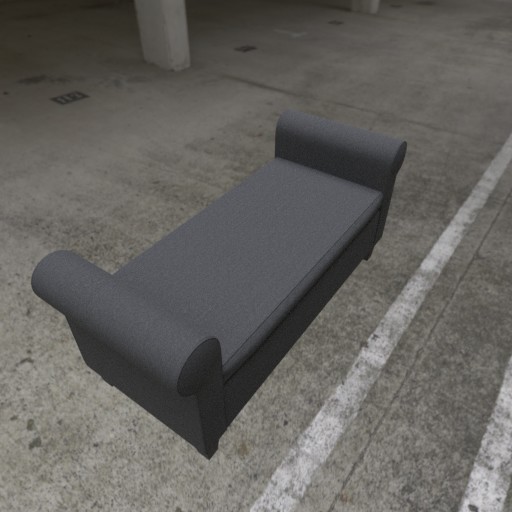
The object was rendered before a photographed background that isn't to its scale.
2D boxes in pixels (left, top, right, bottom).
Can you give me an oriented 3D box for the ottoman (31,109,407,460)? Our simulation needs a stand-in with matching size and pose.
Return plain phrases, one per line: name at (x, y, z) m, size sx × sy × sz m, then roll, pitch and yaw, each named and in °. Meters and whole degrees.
ottoman at (0.000, 0.000, 1.535) m, size 0.521 × 0.547 × 1.256 m, roll 25°, pitch 47°, yaw 26°
